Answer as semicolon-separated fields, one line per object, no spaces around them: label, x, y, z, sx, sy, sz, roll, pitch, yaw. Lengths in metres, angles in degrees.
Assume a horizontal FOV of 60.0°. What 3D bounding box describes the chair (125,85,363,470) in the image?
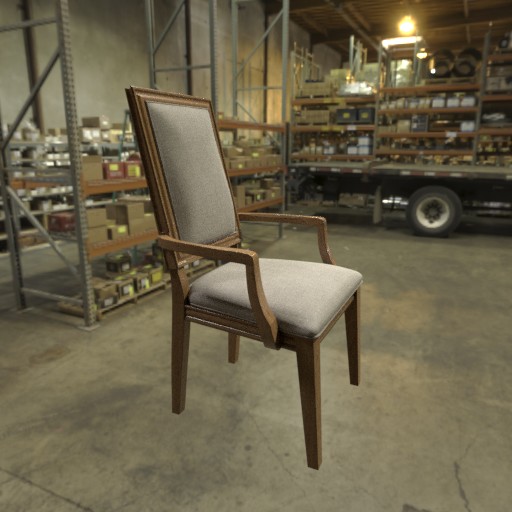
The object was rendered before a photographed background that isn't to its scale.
chair;0.000;0.000;1.392;0.602;0.990;0.606;7;16;25
